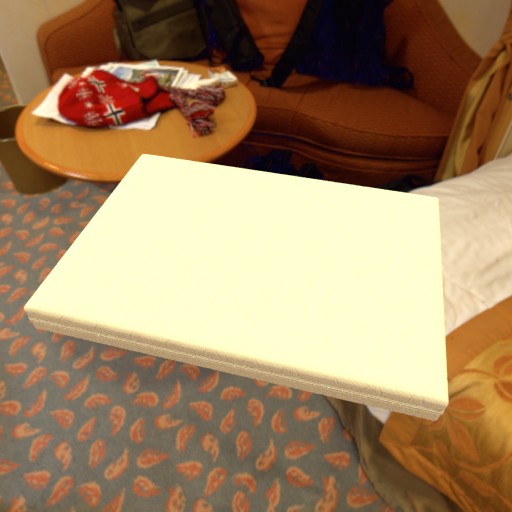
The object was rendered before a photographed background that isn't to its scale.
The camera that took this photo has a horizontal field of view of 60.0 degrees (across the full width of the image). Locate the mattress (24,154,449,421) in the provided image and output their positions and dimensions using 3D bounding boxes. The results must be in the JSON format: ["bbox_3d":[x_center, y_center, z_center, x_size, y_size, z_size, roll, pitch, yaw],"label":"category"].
[{"bbox_3d":[0.000,0.000,2.510,2.000,0.200,1.400,10,47,10],"label":"mattress"}]
